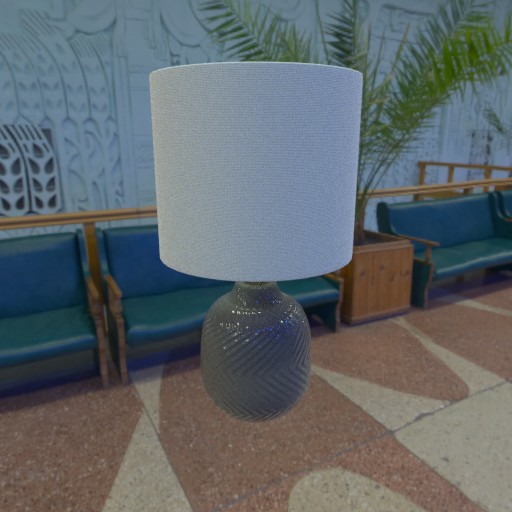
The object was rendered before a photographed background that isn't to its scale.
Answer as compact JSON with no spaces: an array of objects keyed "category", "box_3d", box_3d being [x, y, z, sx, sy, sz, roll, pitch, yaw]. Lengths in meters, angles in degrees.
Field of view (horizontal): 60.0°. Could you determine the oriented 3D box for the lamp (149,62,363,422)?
[{"category":"lamp","box_3d":[0.000,0.000,0.488,0.207,0.366,0.207,-7,17,-25]}]
